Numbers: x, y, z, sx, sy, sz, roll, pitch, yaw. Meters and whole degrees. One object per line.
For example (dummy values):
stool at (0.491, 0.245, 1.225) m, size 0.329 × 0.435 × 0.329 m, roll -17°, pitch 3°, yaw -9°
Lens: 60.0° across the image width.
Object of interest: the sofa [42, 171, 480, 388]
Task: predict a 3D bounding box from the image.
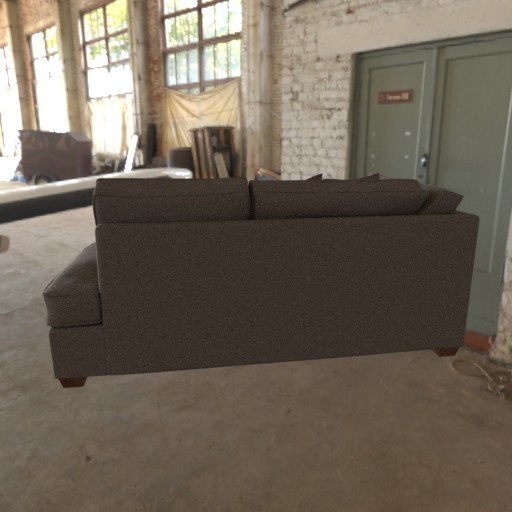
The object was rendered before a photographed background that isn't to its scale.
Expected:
sofa at (0.000, 0.000, 2.752) m, size 2.237 × 1.033 × 1.110 m, roll -2°, pitch 15°, yaw -9°
